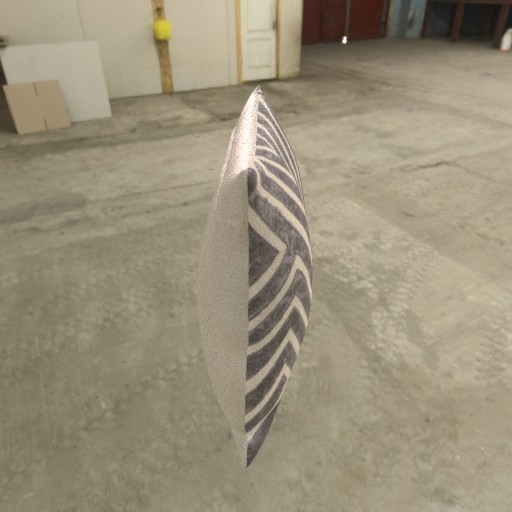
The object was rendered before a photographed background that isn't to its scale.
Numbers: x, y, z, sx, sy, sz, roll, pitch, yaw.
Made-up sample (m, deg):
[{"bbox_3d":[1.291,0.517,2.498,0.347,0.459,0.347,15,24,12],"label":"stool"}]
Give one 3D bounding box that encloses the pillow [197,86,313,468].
[{"bbox_3d":[0.000,0.000,0.697,0.182,0.441,0.440,1,32,2],"label":"pillow"}]
